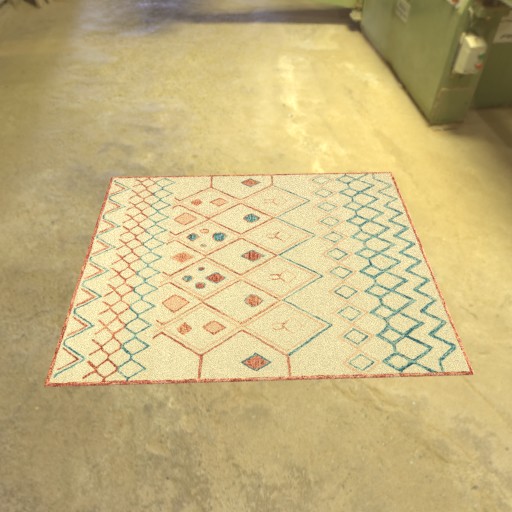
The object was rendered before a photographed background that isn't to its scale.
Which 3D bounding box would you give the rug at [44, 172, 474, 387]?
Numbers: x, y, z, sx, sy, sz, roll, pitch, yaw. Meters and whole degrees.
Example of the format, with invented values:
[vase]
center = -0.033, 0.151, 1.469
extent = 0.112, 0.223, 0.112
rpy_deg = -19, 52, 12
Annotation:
[rug]
center = 0.000, 0.000, 3.977
extent = 3.050, 0.016, 2.441
rpy_deg = -1, 46, -1
